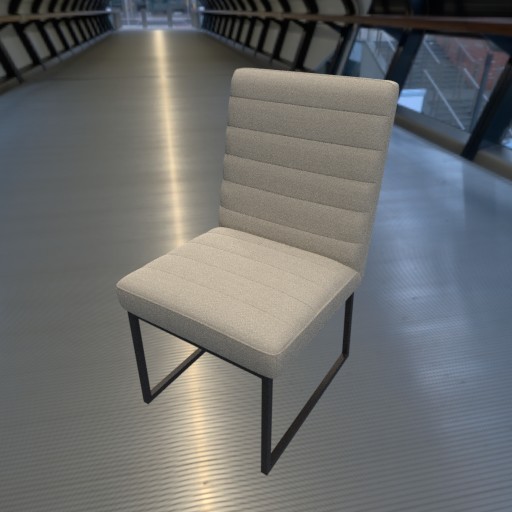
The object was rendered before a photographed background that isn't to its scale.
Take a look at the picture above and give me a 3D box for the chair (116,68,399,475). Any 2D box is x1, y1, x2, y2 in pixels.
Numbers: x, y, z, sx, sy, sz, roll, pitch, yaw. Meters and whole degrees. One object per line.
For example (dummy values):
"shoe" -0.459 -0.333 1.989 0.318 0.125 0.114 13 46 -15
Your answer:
"chair" 0.000 0.000 1.283 0.520 0.930 0.634 18 35 28
